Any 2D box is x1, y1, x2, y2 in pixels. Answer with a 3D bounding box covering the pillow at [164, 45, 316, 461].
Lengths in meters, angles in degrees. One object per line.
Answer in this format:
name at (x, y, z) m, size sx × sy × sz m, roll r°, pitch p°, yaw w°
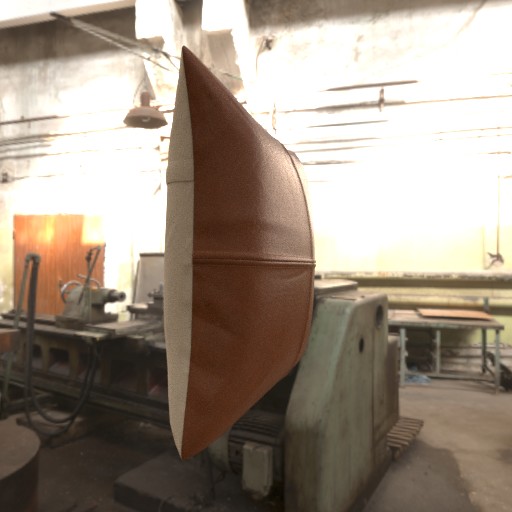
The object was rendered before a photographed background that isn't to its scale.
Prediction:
pillow at (0.000, 0.000, 0.736) m, size 0.192 × 0.477 × 0.501 m, roll 0°, pitch -1°, yaw 18°
